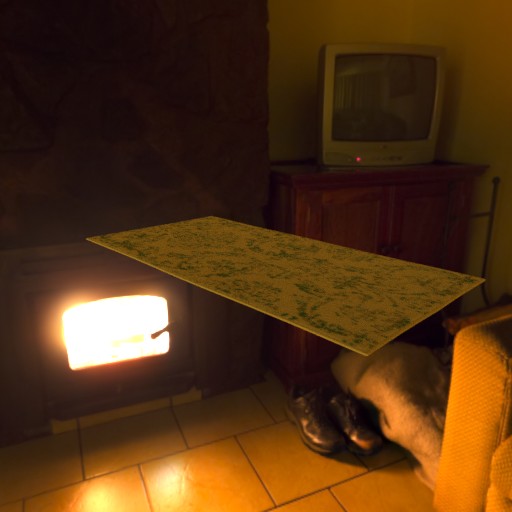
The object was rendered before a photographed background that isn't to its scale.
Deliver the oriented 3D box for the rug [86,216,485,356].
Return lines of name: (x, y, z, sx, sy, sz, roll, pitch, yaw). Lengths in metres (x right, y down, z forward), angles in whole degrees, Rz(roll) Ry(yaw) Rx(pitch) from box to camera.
rug: (0.000, 0.000, 1.452, 0.605, 0.007, 1.220, -16, 23, -42)
